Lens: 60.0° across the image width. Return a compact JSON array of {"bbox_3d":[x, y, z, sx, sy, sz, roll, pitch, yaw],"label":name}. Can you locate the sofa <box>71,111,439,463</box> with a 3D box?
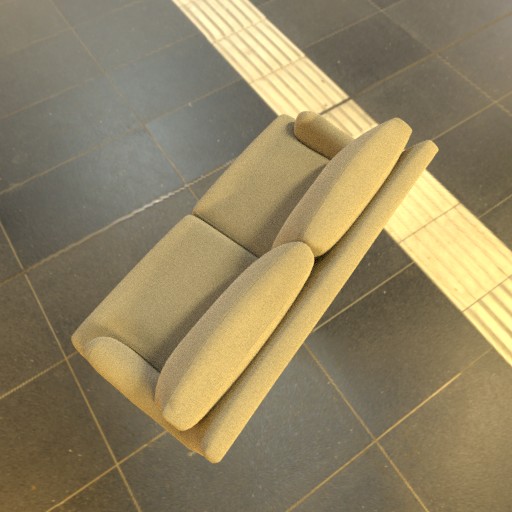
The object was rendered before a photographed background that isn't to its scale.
[{"bbox_3d":[0.000,0.000,2.614,1.091,0.997,2.070,33,68,15],"label":"sofa"}]
